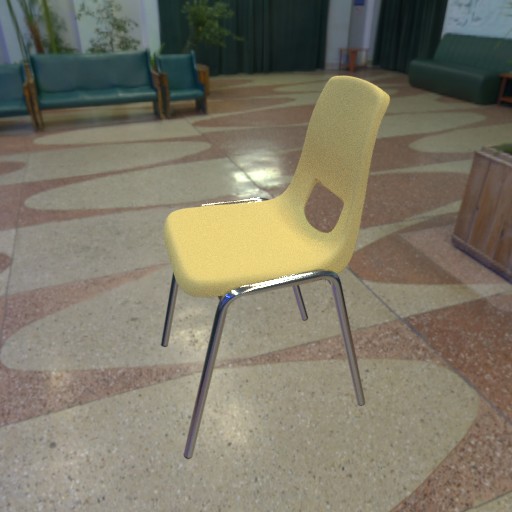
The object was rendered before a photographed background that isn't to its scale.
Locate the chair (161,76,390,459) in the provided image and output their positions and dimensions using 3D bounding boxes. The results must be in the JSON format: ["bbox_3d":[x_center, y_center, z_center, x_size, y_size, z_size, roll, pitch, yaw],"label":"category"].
[{"bbox_3d":[0.000,0.000,0.962,0.436,0.704,0.381,-9,32,-15],"label":"chair"}]
